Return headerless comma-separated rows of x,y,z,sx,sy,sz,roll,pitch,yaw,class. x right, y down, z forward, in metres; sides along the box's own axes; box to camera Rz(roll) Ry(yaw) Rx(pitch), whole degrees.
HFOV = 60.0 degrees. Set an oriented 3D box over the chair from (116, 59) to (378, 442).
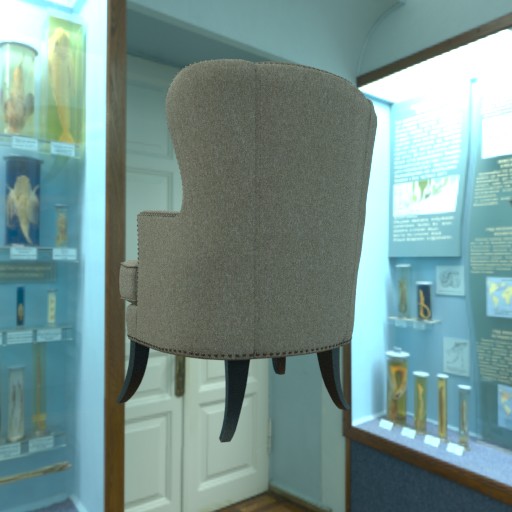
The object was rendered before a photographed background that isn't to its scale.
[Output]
0.000,0.000,1.557,0.759,1.060,0.758,1,-1,-35,chair
